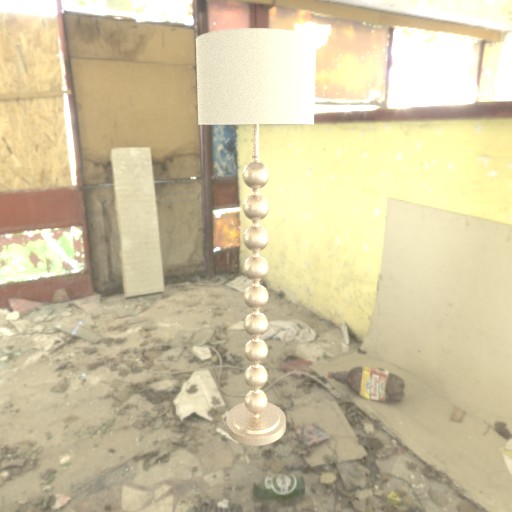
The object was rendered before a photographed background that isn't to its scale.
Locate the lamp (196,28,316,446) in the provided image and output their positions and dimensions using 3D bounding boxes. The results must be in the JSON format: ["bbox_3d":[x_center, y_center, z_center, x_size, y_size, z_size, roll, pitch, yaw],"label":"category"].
[{"bbox_3d":[0.000,0.000,1.651,0.394,1.474,0.394,-3,16,-10],"label":"lamp"}]
